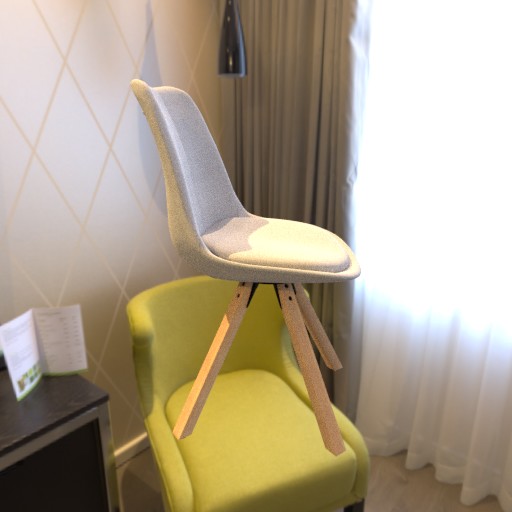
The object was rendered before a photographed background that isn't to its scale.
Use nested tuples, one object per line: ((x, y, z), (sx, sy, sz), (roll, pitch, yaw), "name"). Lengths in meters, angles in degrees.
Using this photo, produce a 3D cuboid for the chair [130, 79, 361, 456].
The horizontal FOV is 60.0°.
((0.000, 0.000, 1.177), (0.549, 0.863, 0.474), (3, 17, 9), "chair")
